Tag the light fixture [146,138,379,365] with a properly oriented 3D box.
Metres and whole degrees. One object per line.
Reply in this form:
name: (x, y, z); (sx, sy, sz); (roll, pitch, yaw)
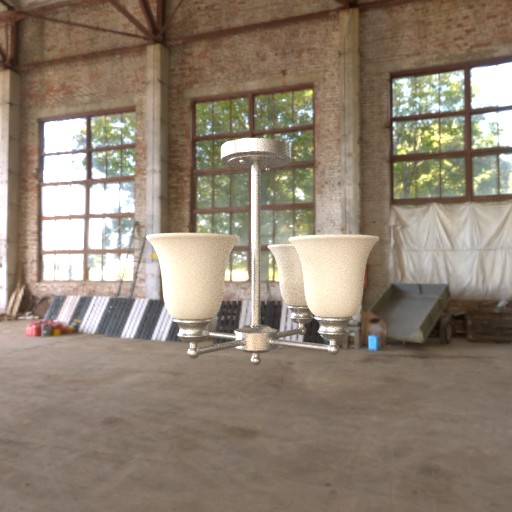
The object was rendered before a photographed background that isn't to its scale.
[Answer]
light fixture: (0.000, 0.000, 0.756); (0.427, 0.370, 0.427); (-1, -2, 38)
